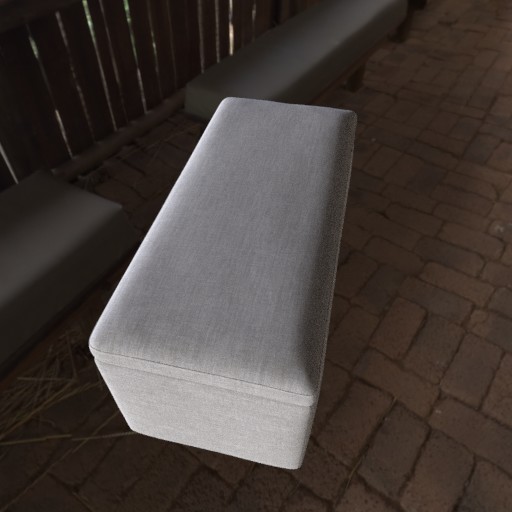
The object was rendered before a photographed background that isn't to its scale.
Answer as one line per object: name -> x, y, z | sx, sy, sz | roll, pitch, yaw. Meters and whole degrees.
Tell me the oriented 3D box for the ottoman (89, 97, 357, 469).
ottoman -> 0.000, 0.000, 1.149 | 0.419, 0.432, 0.902 | 10, 48, 9
